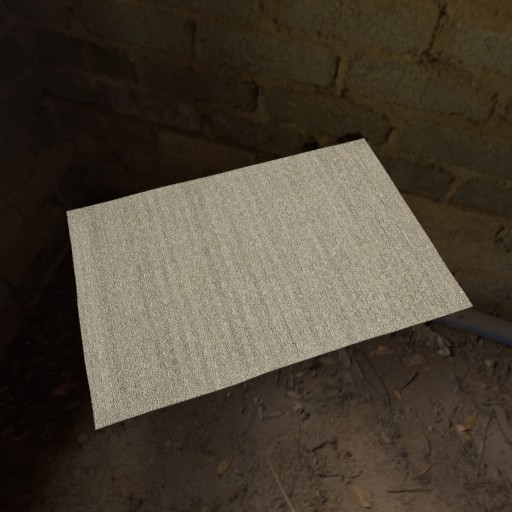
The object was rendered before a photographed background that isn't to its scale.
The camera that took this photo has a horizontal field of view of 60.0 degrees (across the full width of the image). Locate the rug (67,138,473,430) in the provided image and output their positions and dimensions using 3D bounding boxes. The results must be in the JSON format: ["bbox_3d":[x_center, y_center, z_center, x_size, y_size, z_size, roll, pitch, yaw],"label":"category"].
[{"bbox_3d":[0.000,0.000,2.908,2.297,0.018,1.532,-16,59,-10],"label":"rug"}]
